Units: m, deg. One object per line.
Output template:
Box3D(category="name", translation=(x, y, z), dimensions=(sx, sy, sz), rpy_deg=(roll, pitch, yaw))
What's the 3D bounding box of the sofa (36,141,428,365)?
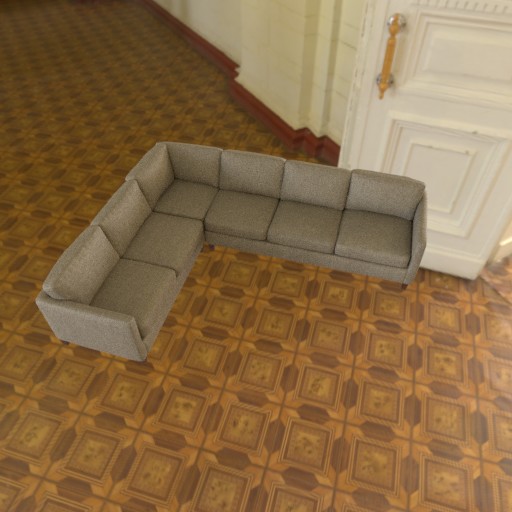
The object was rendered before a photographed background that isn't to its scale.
Box3D(category="sofa", translation=(0.000, 0.000, 4.540), dimensions=(3.302, 0.947, 2.593), rpy_deg=(11, 47, 11))
